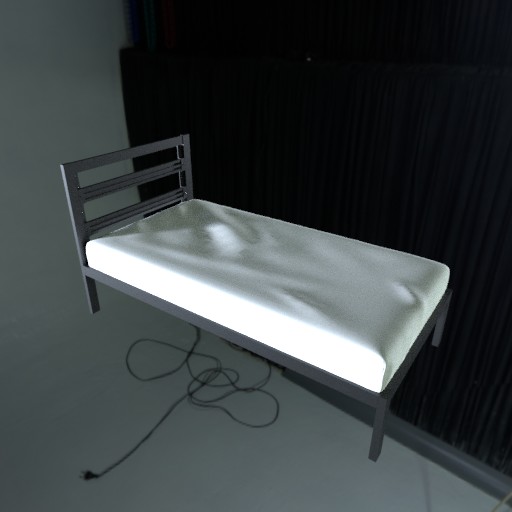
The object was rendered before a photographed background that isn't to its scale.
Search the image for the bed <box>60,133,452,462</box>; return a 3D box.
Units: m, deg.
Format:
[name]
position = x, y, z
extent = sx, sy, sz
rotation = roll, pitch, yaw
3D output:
[bed]
position = 0.000, 0.000, 2.499
extent = 1.930, 0.967, 0.991
rotation = 18, 32, 31
